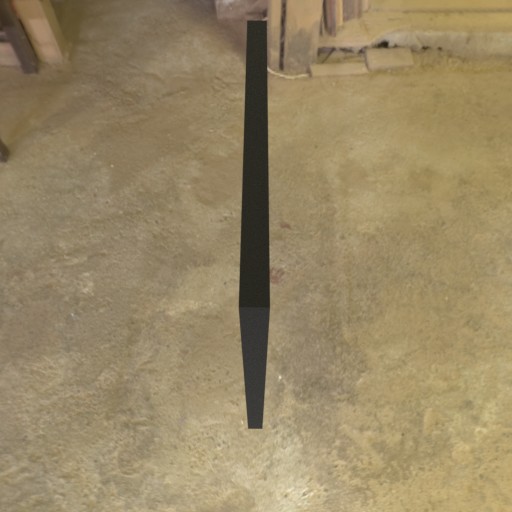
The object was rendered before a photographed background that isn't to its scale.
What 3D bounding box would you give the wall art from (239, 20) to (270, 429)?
[{"bbox_3d":[0.000,0.000,0.759,0.029,0.559,0.457,0,58,0],"label":"wall art"}]
